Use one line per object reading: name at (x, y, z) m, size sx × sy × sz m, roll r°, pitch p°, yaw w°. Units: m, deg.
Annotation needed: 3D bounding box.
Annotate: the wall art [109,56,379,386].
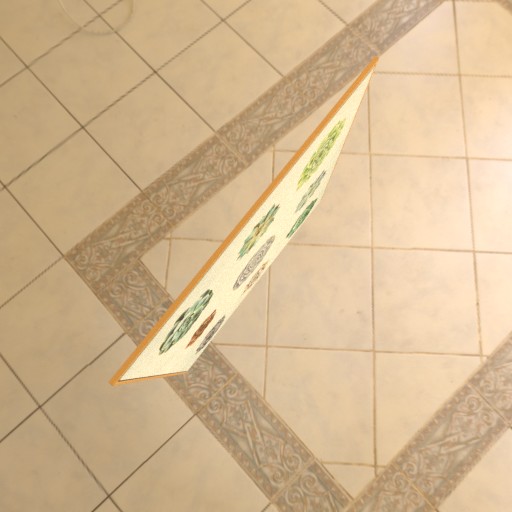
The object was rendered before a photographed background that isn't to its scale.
wall art at (0.000, 0.000, 1.451) m, size 0.013 × 0.959 × 0.962 m, roll 37°, pitch 79°, yaw 8°
